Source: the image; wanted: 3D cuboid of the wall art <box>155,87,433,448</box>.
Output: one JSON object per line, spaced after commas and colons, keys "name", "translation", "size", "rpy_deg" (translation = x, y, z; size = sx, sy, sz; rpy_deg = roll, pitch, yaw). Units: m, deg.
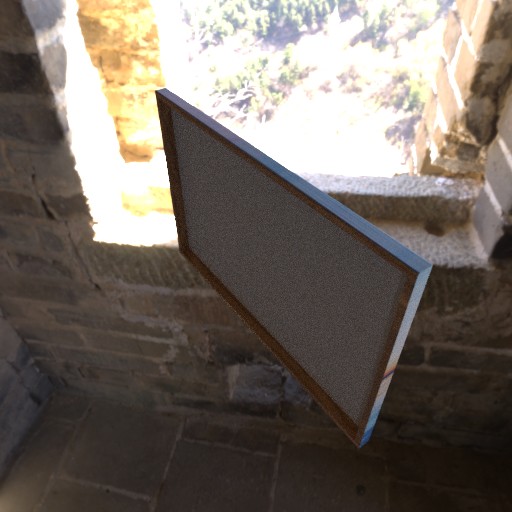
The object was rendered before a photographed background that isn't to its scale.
{"name": "wall art", "translation": [0.000, 0.000, 1.177], "size": [0.037, 0.605, 0.911], "rpy_deg": [-26, 48, -26]}
